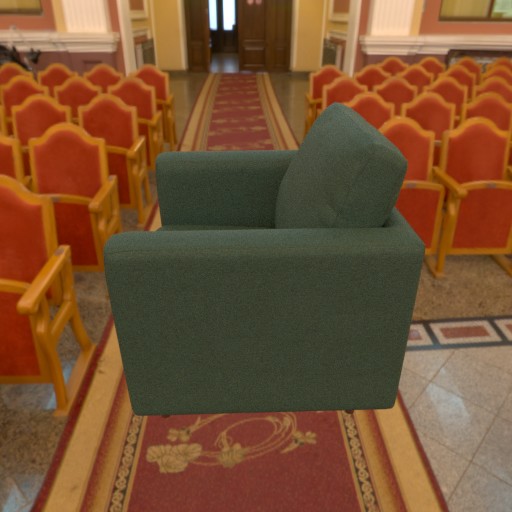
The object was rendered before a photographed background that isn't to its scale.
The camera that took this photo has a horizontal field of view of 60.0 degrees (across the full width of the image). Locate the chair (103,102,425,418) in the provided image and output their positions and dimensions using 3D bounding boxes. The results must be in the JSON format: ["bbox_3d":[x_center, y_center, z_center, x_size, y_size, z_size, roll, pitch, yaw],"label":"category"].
[{"bbox_3d":[0.000,0.000,1.508,0.800,0.927,0.855,-1,29,-1],"label":"chair"}]
